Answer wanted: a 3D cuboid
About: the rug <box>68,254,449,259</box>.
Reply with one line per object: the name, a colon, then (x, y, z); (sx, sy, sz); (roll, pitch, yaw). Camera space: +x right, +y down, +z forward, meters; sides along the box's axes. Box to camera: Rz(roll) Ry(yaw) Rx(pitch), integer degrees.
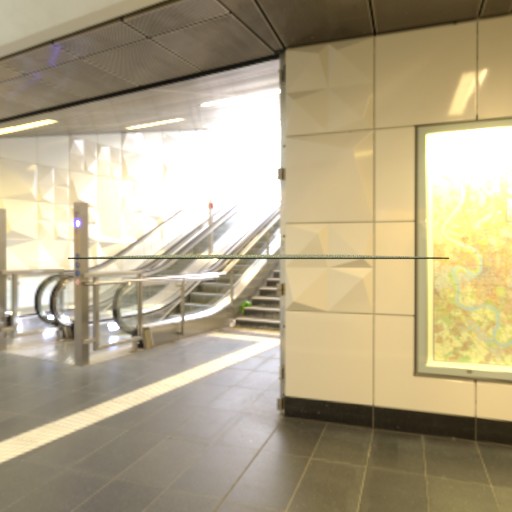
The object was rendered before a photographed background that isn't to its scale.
rug: (0.000, 0.000, 2.302); (1.200, 0.005, 1.819); (0, 0, -1)
